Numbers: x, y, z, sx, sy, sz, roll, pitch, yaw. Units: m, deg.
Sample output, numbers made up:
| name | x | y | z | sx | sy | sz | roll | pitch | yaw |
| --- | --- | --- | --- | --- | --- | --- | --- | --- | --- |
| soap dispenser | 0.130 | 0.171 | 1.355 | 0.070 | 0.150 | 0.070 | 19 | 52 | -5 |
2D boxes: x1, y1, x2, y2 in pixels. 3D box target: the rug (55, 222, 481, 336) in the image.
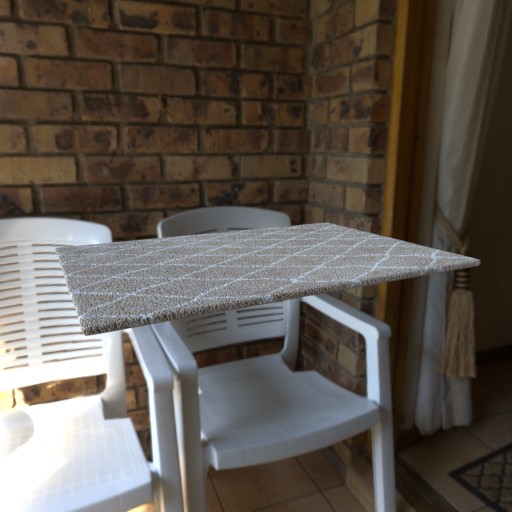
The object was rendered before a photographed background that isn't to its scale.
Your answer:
| name | x | y | z | sx | sy | sz | roll | pitch | yaw |
| --- | --- | --- | --- | --- | --- | --- | --- | --- | --- |
| rug | 0.000 | 0.000 | 2.225 | 1.778 | 0.030 | 1.219 | -7 | 15 | -26 |
